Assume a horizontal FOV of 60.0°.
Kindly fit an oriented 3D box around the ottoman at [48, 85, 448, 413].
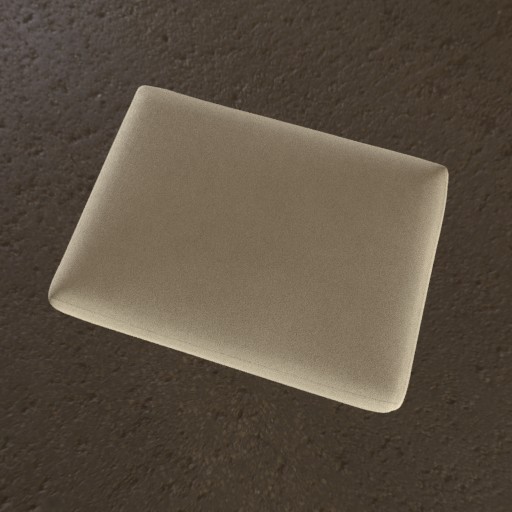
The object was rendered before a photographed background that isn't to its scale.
[{"bbox_3d":[0.000,0.000,1.143,0.773,0.499,0.569,17,75,4],"label":"ottoman"}]
